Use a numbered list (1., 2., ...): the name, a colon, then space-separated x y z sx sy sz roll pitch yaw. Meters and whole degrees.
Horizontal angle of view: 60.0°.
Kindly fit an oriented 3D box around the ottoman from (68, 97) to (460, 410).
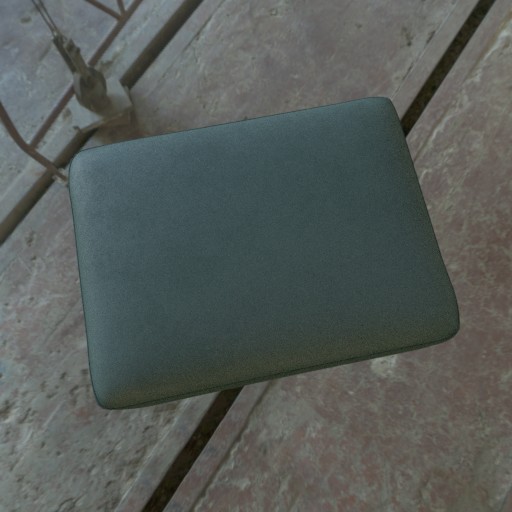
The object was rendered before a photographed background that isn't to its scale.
1. ottoman: 0.000 0.000 1.138 0.811 0.449 0.608 -11 77 -3
